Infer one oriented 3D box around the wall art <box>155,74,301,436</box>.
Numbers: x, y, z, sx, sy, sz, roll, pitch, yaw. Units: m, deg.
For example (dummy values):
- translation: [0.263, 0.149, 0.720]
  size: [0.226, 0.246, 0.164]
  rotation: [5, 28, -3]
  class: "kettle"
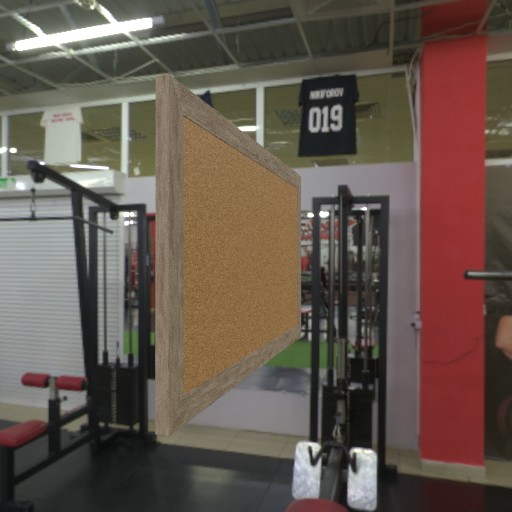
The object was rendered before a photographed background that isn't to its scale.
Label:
- translation: [0.000, 0.000, 0.958]
  size: [0.021, 0.480, 0.780]
  rotation: [0, 0, 19]
  class: "wall art"
